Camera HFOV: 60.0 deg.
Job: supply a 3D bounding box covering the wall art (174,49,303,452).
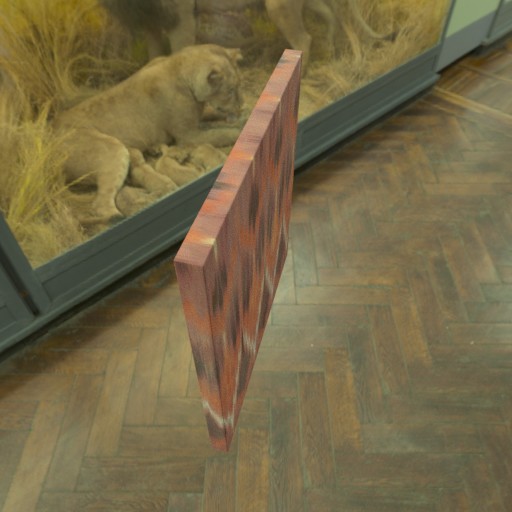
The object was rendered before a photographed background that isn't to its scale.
[{"bbox_3d":[0.000,0.000,0.930,0.037,0.609,0.603,11,48,10],"label":"wall art"}]
